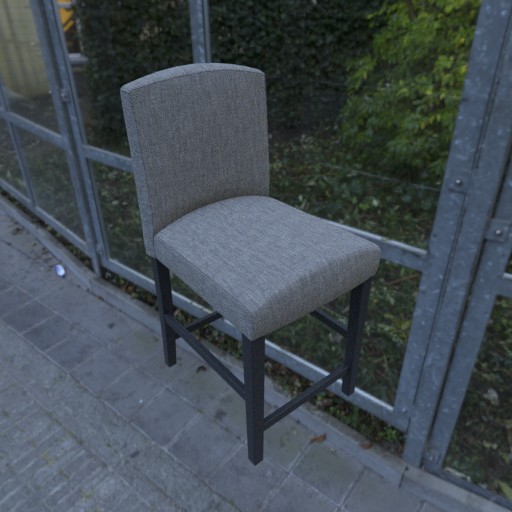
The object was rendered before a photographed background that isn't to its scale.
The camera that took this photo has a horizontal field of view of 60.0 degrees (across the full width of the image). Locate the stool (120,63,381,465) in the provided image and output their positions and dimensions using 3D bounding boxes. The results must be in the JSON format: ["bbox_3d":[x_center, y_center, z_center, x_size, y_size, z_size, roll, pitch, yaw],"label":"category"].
[{"bbox_3d":[0.000,0.000,1.264,0.451,0.966,0.552,-22,37,-33],"label":"stool"}]
